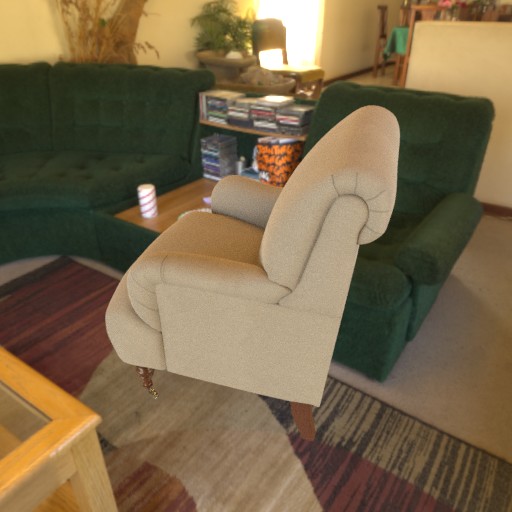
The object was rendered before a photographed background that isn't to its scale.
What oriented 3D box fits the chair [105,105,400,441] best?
[{"bbox_3d":[0.000,0.000,1.550,0.842,0.942,0.766,9,31,14],"label":"chair"}]
